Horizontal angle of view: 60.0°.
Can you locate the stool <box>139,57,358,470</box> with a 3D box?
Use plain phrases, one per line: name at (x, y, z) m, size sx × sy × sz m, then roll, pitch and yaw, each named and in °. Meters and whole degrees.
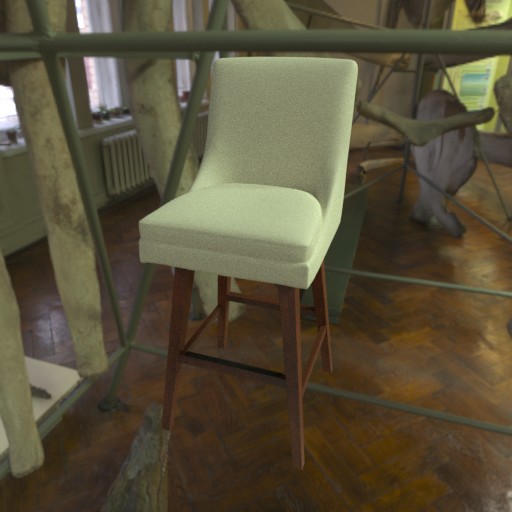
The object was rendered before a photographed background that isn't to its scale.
stool at (0.000, 0.000, 1.354) m, size 0.470 × 1.097 × 0.559 m, roll 9°, pitch 27°, yaw 18°
